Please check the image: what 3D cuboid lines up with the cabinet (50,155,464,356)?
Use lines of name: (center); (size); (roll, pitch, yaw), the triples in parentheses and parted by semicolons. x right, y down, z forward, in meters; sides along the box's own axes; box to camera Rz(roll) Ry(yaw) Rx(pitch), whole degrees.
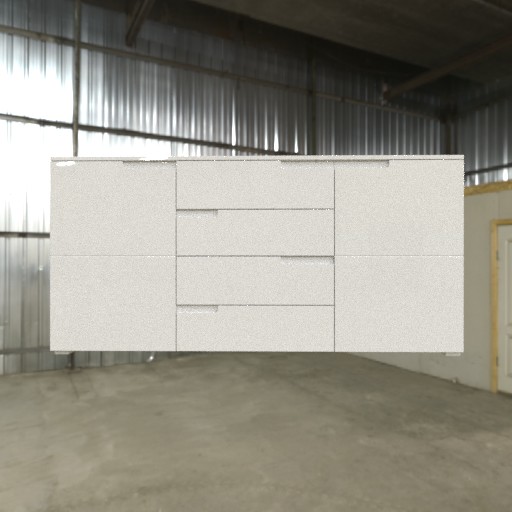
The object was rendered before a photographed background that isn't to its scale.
cabinet: (0.000, 0.000, 1.968); (1.650, 0.800, 0.400); (0, 0, 1)
